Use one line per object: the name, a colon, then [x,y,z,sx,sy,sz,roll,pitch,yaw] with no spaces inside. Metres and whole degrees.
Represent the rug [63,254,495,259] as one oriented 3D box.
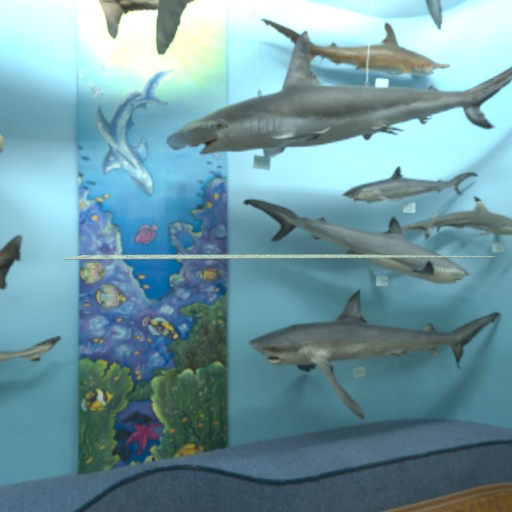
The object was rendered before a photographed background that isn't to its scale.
rug: [0.000,0.000,4.045,3.045,0.008,2.421,0,1,-19]
